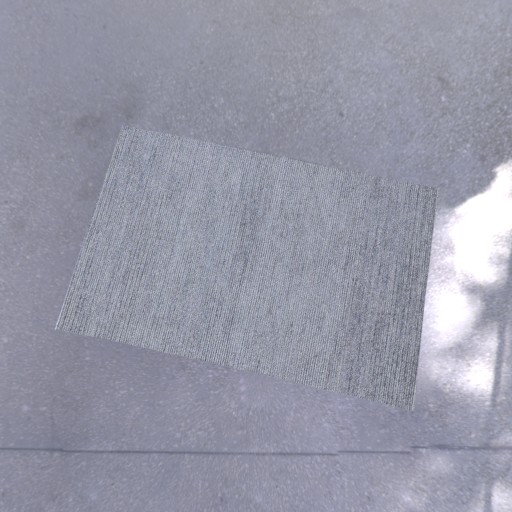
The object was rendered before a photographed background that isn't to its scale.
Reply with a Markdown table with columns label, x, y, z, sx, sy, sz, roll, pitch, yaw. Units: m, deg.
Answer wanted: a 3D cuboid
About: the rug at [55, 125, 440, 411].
| label | x | y | z | sx | sy | sz | roll | pitch | yaw |
| --- | --- | --- | --- | --- | --- | --- | --- | --- | --- |
| rug | 0.000 | 0.000 | 2.283 | 1.789 | 0.021 | 1.159 | 12 | 76 | 3 |
